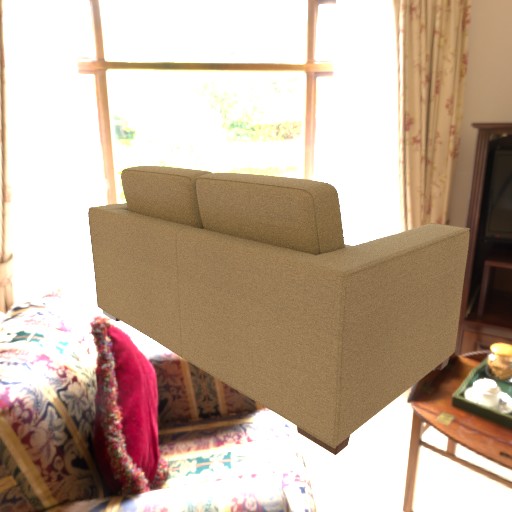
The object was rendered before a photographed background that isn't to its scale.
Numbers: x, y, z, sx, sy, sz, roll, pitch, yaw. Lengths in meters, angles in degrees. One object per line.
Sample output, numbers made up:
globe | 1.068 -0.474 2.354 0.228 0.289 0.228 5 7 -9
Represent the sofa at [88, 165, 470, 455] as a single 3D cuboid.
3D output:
sofa | 0.000 0.000 2.362 1.007 0.924 1.812 -14 21 -42
